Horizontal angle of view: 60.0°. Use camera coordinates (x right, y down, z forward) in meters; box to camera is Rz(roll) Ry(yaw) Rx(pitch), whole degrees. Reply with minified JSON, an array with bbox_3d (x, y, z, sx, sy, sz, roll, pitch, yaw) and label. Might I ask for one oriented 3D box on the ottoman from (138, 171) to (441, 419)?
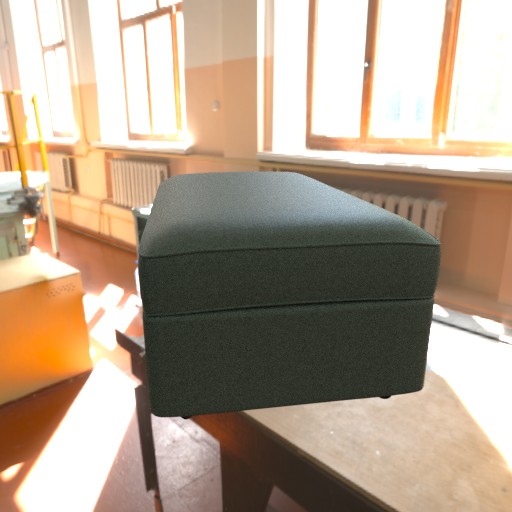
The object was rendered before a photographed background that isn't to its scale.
[{"bbox_3d":[0.000,0.000,1.533,0.681,0.494,1.173,-3,17,-9],"label":"ottoman"}]
